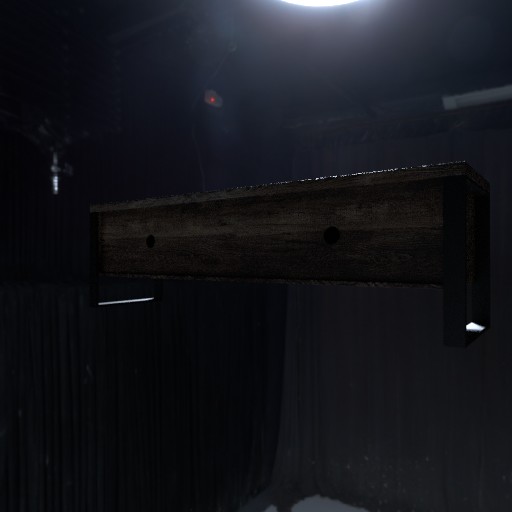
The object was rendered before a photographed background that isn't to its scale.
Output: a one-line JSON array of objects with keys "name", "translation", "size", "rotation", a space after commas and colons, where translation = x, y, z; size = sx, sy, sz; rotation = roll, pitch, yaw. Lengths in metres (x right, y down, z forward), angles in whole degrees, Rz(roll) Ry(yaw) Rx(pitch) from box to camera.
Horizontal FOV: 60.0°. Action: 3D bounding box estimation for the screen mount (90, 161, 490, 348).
[{"name": "screen mount", "translation": [0.000, 0.000, 1.671], "size": [1.524, 0.450, 0.395], "rotation": [0, 0, 36]}]
